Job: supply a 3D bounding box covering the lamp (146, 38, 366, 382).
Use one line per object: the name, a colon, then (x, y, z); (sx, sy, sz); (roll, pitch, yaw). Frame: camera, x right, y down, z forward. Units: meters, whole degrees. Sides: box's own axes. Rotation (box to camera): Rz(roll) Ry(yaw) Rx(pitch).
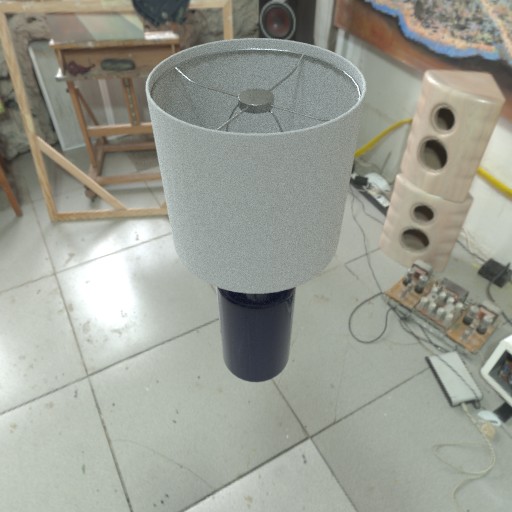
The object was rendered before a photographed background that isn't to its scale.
lamp: (0.000, 0.000, 0.606); (0.212, 0.493, 0.212); (24, 50, 21)
